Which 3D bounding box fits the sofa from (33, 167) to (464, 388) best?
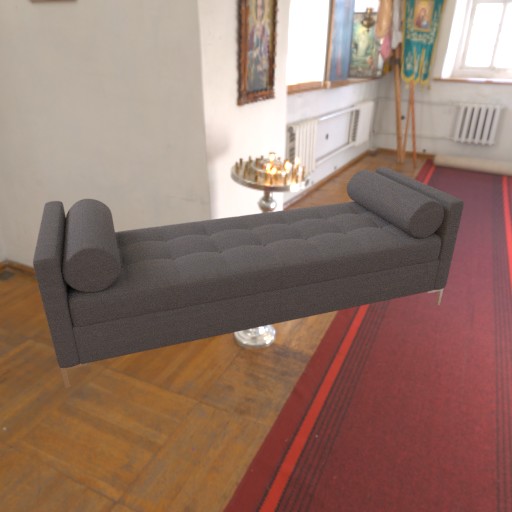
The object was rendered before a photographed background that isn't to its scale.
[{"bbox_3d":[0.000,0.000,2.333,1.981,0.635,0.686,-9,28,-17],"label":"sofa"}]
